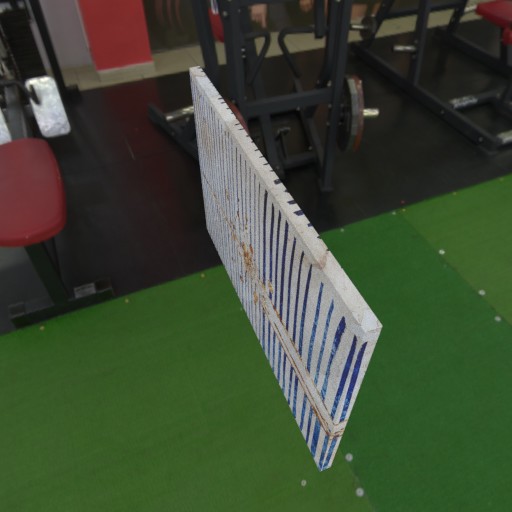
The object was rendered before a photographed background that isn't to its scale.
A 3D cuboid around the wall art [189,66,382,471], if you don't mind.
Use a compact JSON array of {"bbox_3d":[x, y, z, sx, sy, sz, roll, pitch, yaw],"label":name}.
[{"bbox_3d":[0.000,0.000,1.430,0.038,0.757,1.143,-16,49,-15],"label":"wall art"}]
